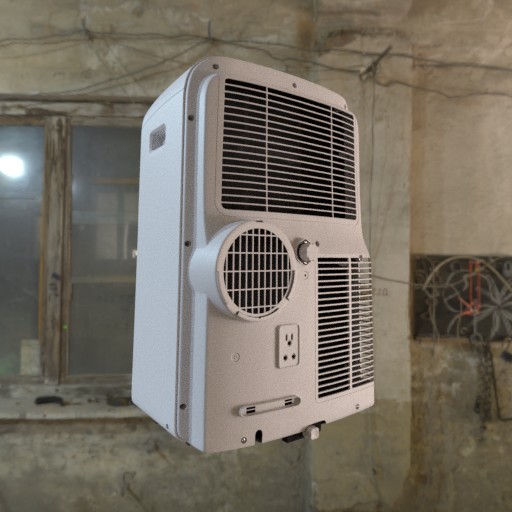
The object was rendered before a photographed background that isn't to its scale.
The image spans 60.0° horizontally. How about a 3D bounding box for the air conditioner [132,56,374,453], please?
[{"bbox_3d":[0.000,0.000,0.948,0.454,0.700,0.365,0,-1,-37],"label":"air conditioner"}]
